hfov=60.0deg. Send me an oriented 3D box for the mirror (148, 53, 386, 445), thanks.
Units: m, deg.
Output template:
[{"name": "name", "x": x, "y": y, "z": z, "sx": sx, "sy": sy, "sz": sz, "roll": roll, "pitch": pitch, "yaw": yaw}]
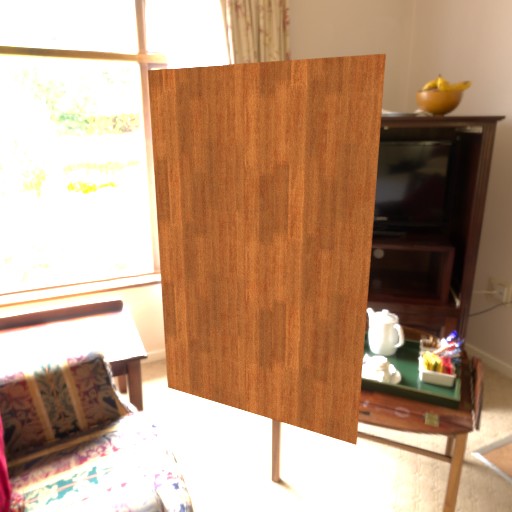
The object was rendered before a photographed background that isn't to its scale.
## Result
[{"name": "mirror", "x": 0.000, "y": 0.000, "z": 1.261, "sx": 0.651, "sy": 1.010, "sz": 0.047, "roll": 8, "pitch": 18, "yaw": 25}]
